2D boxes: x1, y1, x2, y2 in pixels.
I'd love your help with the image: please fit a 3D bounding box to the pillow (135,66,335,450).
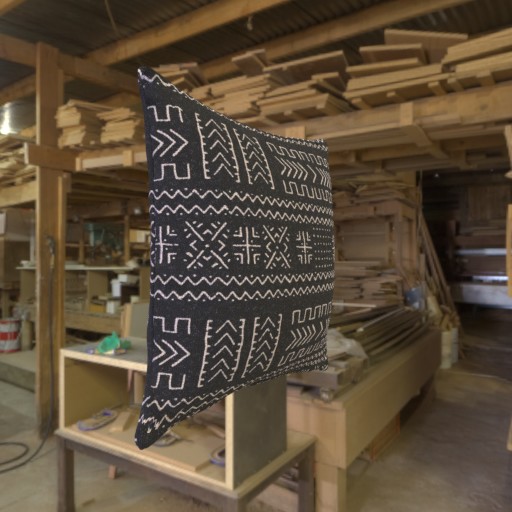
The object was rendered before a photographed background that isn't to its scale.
[{"bbox_3d":[0.000,0.000,0.655,0.164,0.430,0.438,0,1,36],"label":"pillow"}]
